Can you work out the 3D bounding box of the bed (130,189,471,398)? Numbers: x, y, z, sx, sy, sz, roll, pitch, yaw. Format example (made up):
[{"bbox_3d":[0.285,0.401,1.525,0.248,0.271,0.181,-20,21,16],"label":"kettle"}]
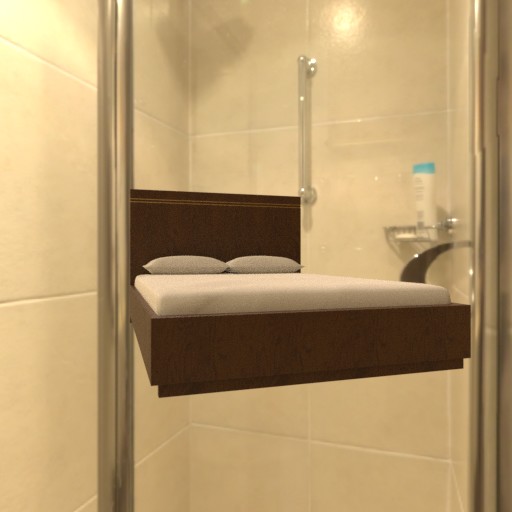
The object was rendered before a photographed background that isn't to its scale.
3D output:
[{"bbox_3d":[0.000,0.000,3.097,1.613,1.169,2.221,0,0,-18],"label":"bed"}]
